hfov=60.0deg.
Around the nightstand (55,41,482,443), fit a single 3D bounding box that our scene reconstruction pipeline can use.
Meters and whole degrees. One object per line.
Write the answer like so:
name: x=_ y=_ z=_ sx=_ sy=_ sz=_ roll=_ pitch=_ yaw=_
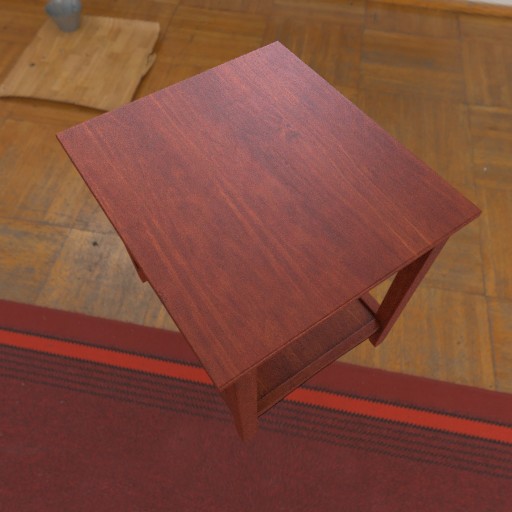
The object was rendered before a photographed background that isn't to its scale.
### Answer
nightstand: x=0.000 y=0.000 z=0.993 sx=0.501 sy=0.558 sz=0.558 roll=-30 pitch=63 yaw=-17
